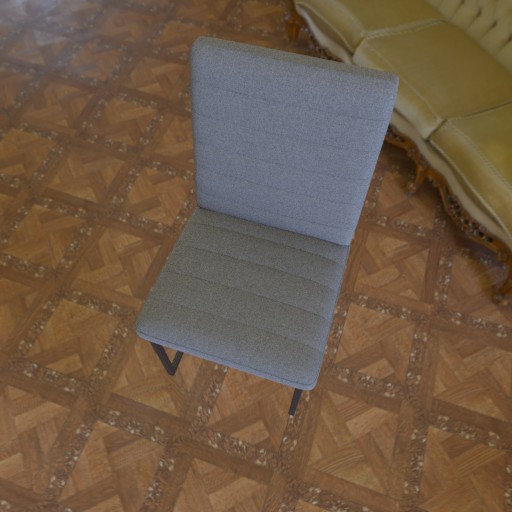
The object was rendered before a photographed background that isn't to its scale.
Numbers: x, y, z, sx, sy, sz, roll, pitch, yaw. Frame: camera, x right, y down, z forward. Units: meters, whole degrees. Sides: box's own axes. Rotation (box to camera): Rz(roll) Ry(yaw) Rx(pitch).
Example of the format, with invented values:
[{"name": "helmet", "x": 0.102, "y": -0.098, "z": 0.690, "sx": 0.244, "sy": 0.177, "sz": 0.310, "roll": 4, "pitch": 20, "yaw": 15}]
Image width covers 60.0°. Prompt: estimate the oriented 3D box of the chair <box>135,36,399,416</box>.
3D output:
[{"name": "chair", "x": 0.000, "y": 0.000, "z": 1.297, "sx": 0.520, "sy": 0.930, "sz": 0.634, "roll": 15, "pitch": 60, "yaw": 9}]
